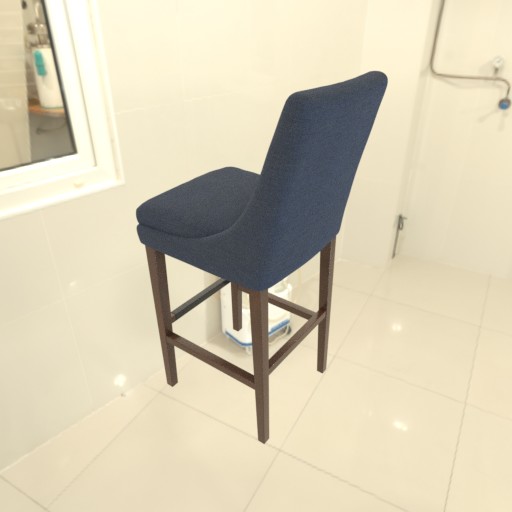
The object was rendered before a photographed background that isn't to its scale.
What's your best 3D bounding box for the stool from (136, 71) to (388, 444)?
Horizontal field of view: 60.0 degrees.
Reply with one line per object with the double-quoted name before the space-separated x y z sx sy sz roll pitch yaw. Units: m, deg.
"stool" 0.000 0.000 1.387 0.577 1.078 0.470 20 36 31
